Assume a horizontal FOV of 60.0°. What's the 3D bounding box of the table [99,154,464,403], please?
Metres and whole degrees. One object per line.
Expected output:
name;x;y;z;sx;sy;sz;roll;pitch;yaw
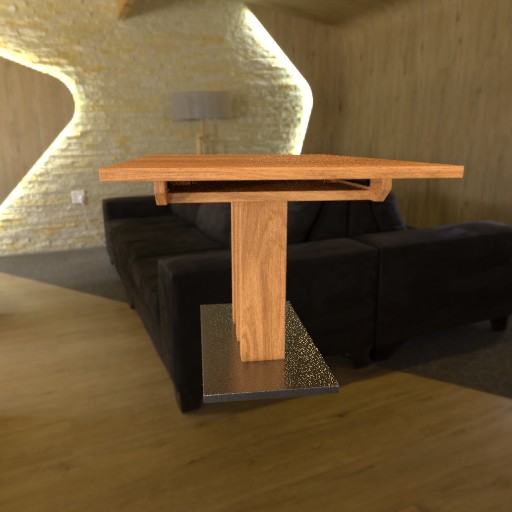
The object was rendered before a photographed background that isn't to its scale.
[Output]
table;0.000;0.000;1.792;0.900;0.770;1.300;-2;14;-7
